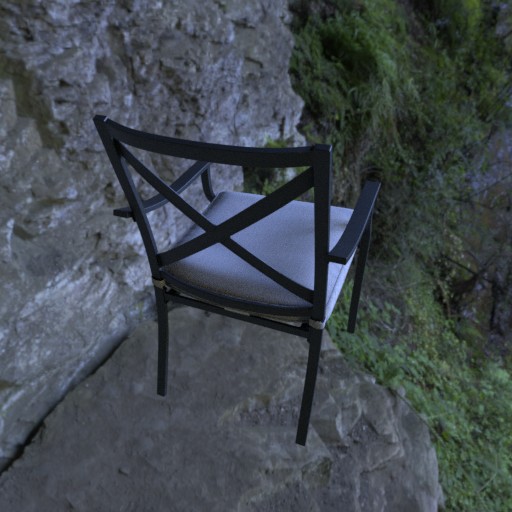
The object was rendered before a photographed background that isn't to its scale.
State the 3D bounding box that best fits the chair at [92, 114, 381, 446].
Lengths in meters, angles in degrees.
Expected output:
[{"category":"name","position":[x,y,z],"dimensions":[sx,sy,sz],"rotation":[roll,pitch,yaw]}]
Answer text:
[{"category":"chair","position":[0.000,0.000,1.269],"dimensions":[0.575,0.889,0.620],"rotation":[13,35,18]}]
